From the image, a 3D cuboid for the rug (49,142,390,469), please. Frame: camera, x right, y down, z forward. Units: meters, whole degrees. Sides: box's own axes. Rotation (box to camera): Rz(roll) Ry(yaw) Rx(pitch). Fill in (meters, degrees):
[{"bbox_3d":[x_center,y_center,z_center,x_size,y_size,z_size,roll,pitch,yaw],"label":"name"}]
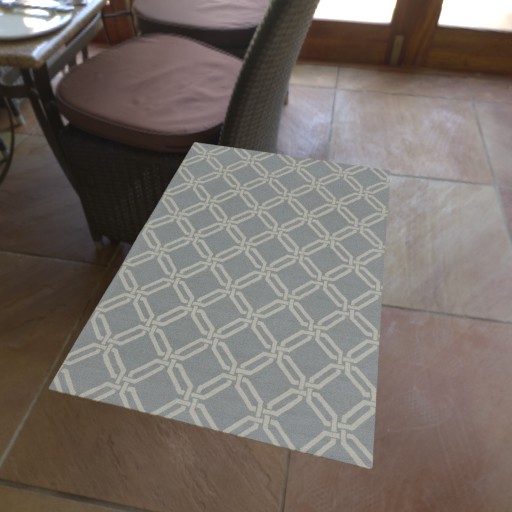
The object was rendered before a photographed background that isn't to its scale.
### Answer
[{"bbox_3d":[0.000,0.000,2.682,1.522,0.013,2.133,10,49,9],"label":"rug"}]
